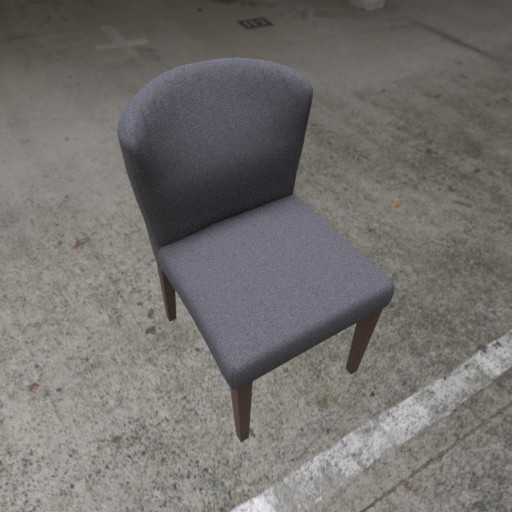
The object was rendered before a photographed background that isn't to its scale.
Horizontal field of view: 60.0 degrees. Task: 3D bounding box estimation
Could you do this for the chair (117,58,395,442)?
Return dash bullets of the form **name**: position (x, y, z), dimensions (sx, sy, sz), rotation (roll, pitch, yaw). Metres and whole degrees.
- **chair**: position (0.000, 0.000, 1.199), dimensions (0.491, 0.839, 0.592), rotation (-24, 52, -21)
